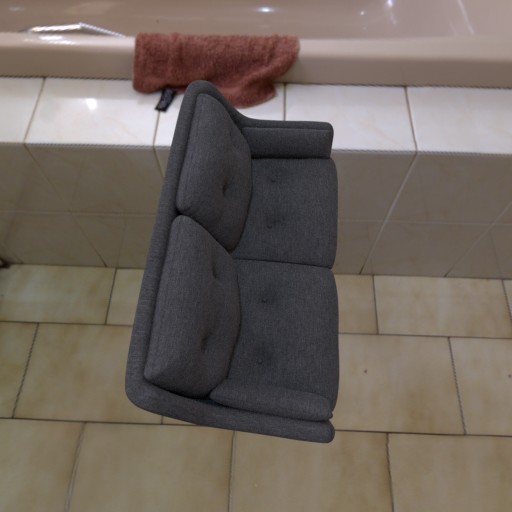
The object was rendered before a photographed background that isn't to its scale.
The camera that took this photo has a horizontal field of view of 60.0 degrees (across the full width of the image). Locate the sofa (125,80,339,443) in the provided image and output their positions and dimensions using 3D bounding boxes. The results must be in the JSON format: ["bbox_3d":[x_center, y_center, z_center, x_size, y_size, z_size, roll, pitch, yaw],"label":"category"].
[{"bbox_3d":[0.000,0.000,2.525,0.975,0.896,1.929,4,63,2],"label":"sofa"}]
